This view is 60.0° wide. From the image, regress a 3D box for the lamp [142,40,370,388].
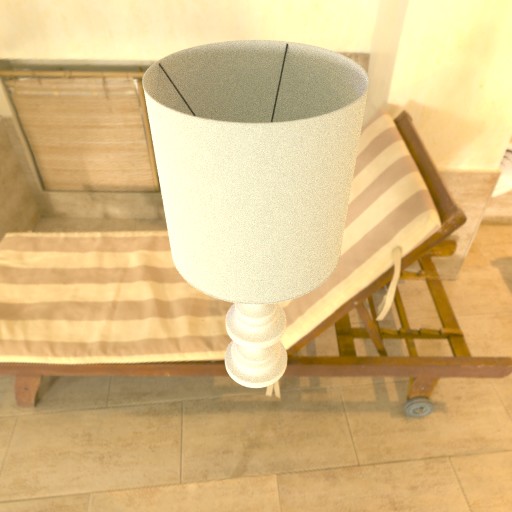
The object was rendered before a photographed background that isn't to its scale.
[{"bbox_3d":[0.000,0.000,0.565,0.208,0.455,0.208,0,42,0],"label":"lamp"}]
